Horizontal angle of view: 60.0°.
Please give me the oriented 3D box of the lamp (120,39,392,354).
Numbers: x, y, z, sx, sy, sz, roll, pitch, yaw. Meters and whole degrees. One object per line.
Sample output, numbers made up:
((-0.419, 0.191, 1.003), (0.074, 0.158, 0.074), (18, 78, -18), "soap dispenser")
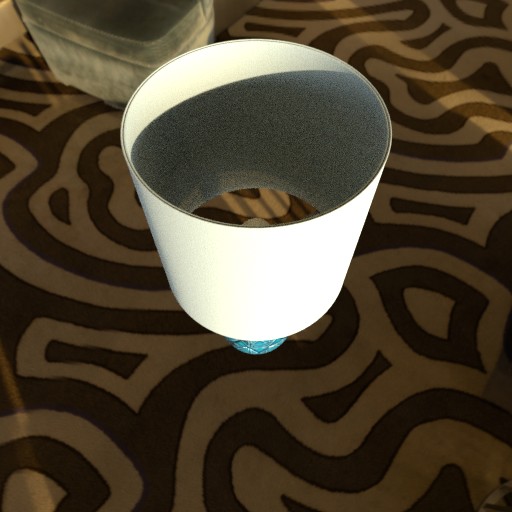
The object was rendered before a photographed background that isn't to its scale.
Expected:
((0.000, 0.000, 0.479), (0.193, 0.377, 0.193), (17, 60, 10), "lamp")
